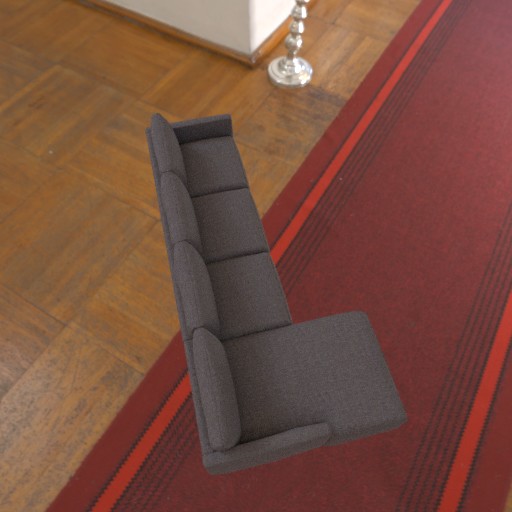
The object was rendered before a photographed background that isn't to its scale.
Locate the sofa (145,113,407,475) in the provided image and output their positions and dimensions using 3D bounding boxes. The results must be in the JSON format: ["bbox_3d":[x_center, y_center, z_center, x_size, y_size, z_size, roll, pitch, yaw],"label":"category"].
[{"bbox_3d":[0.000,0.000,3.285,1.258,0.754,2.731,-12,60,-7],"label":"sofa"}]
